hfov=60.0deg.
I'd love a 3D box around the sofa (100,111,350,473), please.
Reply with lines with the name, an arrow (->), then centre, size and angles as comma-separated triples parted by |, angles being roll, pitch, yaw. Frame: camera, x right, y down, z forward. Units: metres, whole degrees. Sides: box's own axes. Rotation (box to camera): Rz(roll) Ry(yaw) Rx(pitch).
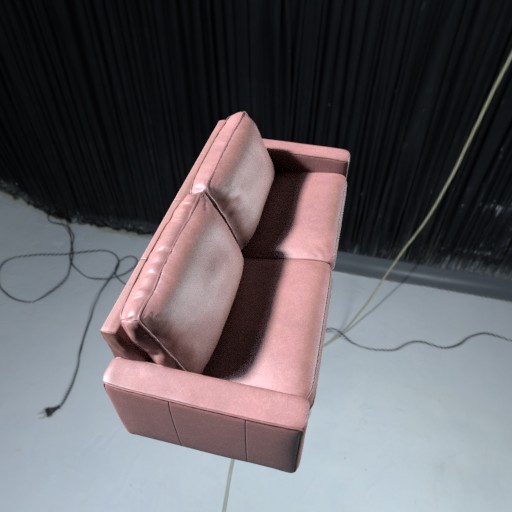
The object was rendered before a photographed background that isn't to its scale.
sofa -> 0.000, 0.000, 2.627 | 0.940, 0.919, 2.080 | 10, 47, 9
